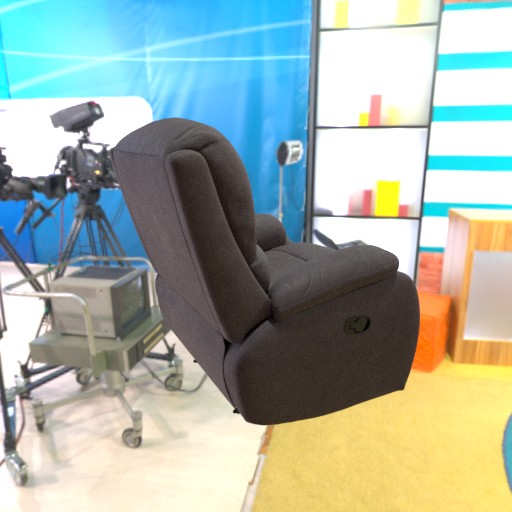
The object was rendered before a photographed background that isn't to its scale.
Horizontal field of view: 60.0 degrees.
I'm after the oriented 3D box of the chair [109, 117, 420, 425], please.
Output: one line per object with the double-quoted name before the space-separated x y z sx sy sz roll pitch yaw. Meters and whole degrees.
"chair" 0.000 0.000 1.717 0.899 1.011 0.930 -8 17 -26
